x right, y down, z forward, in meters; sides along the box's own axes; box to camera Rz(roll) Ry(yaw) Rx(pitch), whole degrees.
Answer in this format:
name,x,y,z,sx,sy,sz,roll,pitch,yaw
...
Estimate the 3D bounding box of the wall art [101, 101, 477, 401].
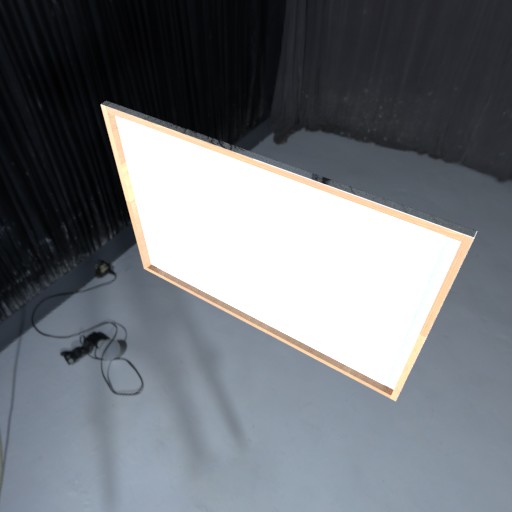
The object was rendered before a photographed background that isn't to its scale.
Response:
name,x,y,z,sx,sy,sz,roll,pitch,yaw
wall art,0.000,0.000,1.165,0.914,0.607,0.023,24,50,22
